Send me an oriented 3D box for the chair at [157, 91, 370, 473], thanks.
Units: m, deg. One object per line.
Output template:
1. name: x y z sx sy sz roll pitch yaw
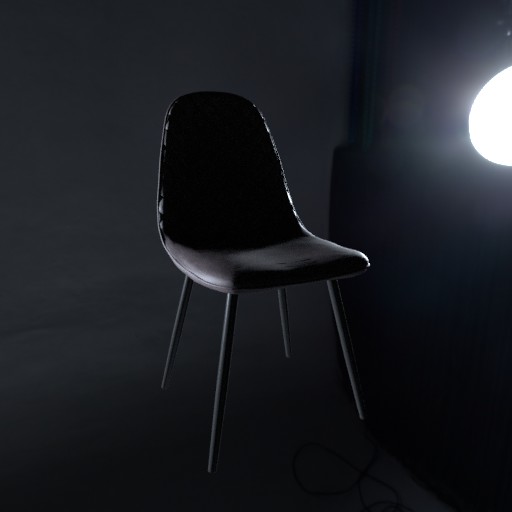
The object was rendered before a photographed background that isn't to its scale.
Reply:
1. chair: 0.000 0.000 1.211 0.472 0.889 0.561 -8 17 -26
